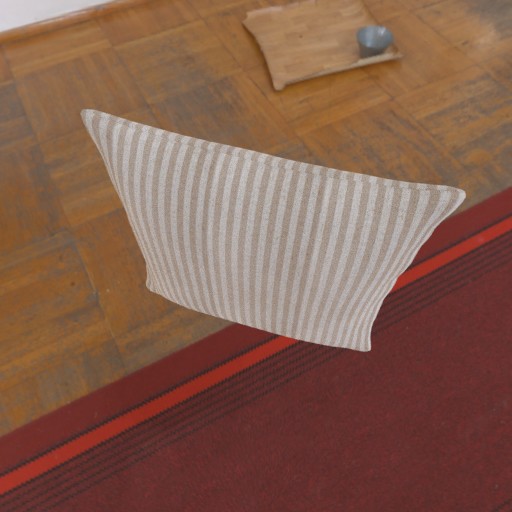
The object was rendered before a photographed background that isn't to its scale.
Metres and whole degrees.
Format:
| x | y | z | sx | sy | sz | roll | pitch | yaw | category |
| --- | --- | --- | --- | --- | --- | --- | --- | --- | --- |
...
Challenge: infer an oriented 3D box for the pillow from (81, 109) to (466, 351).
| x | y | z | sx | sy | sz | roll | pitch | yaw | category |
| --- | --- | --- | --- | --- | --- | --- | --- | --- | --- |
| 0.000 | 0.000 | 0.782 | 0.523 | 0.510 | 0.166 | 14 | 59 | 9 | pillow |
